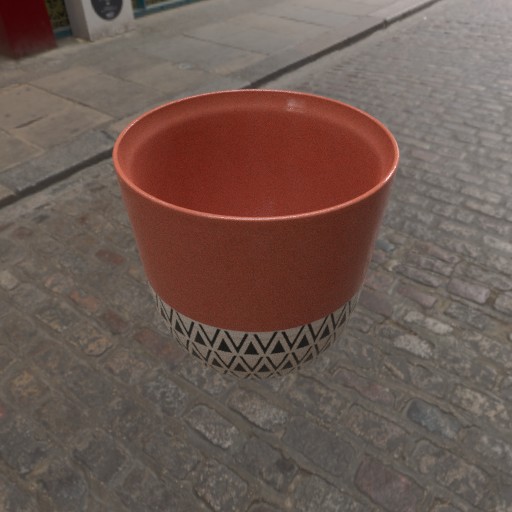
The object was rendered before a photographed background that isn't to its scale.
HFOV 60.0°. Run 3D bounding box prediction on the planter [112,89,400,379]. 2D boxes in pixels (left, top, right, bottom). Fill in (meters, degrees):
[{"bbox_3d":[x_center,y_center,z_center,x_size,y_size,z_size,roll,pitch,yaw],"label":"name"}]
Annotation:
[{"bbox_3d":[0.000,0.000,0.378,0.195,0.214,0.195,0,40,0],"label":"planter"}]
